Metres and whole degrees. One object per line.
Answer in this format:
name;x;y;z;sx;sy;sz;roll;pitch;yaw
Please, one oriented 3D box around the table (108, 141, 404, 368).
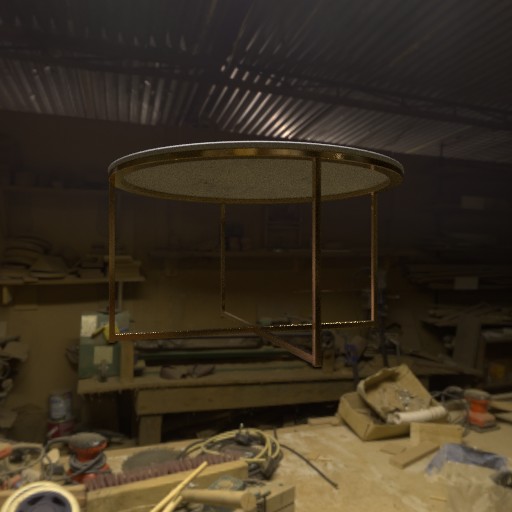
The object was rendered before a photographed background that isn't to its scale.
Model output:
table;0.000;0.000;1.262;0.800;0.450;0.800;0;0;0
